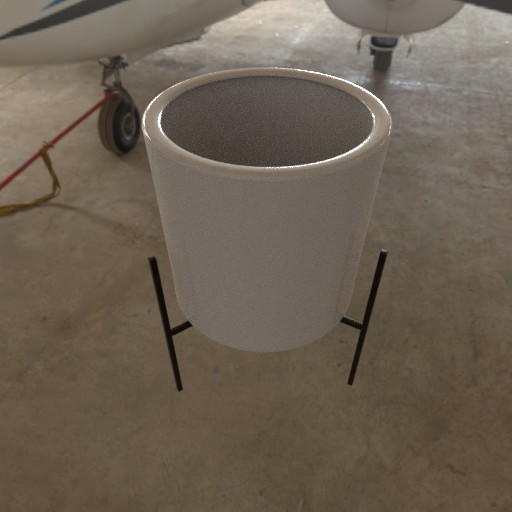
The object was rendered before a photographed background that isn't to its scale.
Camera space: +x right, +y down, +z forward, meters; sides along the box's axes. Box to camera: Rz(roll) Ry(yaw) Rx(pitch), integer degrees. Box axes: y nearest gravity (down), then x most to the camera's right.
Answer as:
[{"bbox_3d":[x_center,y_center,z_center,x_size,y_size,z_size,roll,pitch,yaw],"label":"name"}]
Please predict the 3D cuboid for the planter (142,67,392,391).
[{"bbox_3d":[0.000,0.000,0.639,0.308,0.431,0.307,-25,48,-25],"label":"planter"}]
